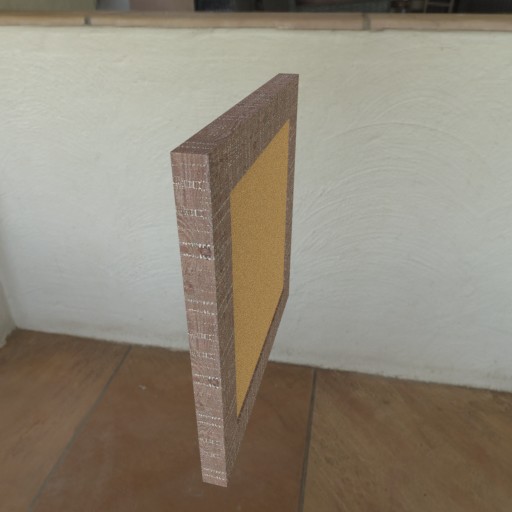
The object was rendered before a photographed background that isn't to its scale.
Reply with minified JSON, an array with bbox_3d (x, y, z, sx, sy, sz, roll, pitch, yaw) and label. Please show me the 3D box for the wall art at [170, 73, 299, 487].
[{"bbox_3d":[0.000,0.000,0.785,0.040,0.531,0.531,7,31,12],"label":"wall art"}]
